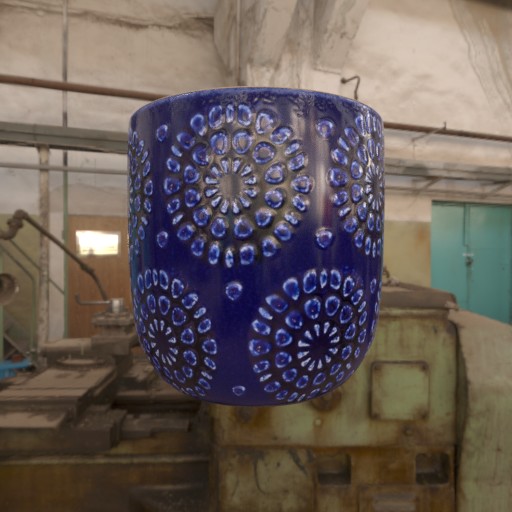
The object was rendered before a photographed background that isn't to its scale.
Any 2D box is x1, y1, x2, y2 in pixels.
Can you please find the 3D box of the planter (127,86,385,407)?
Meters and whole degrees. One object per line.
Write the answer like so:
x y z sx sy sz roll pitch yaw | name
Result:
0.000 0.000 0.196 0.109 0.112 0.109 0 1 0 | planter
